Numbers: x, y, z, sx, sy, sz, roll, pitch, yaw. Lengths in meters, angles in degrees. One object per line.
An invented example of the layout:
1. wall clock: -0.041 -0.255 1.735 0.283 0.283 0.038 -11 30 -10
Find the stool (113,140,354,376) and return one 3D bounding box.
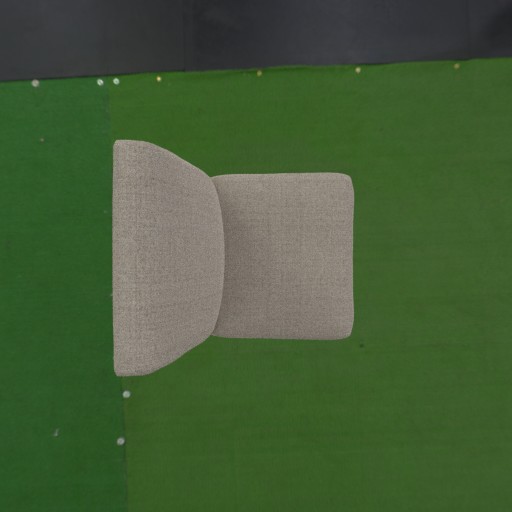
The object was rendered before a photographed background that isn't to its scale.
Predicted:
1. stool: 0.000 0.000 1.286 0.526 1.010 0.459 0 91 0
